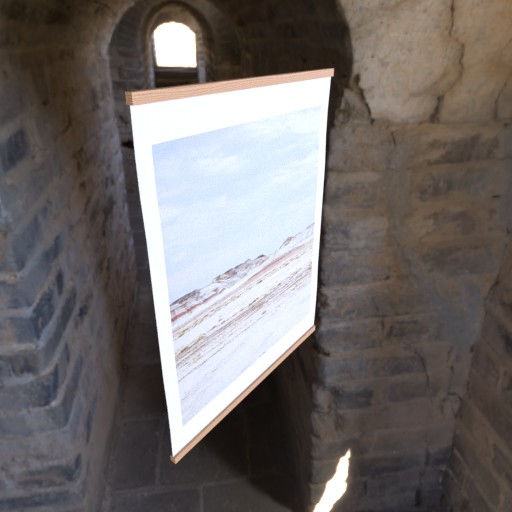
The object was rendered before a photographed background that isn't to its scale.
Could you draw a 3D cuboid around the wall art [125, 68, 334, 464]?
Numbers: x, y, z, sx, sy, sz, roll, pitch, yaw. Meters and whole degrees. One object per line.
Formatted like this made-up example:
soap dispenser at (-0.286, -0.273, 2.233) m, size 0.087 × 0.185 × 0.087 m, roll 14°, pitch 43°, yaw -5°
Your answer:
wall art at (0.000, 0.000, 0.675) m, size 0.010 × 0.507 × 0.404 m, roll 18°, pitch 32°, yaw 32°
